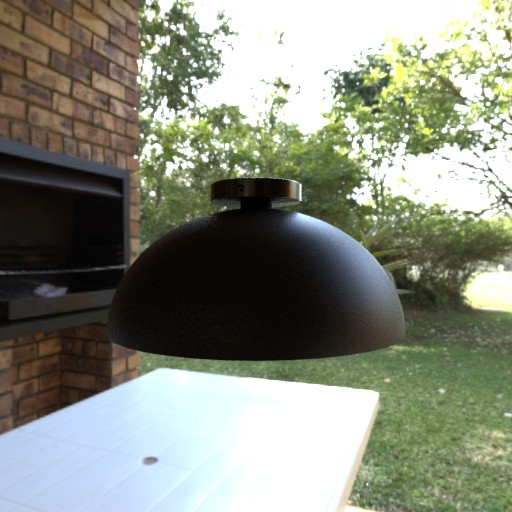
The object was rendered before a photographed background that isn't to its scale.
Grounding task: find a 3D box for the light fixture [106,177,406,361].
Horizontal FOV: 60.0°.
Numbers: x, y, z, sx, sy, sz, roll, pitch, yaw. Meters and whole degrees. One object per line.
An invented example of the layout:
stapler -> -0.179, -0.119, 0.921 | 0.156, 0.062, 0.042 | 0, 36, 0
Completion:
light fixture -> 0.000, 0.000, 0.554 | 0.355, 0.177, 0.355 | 0, 0, 0
